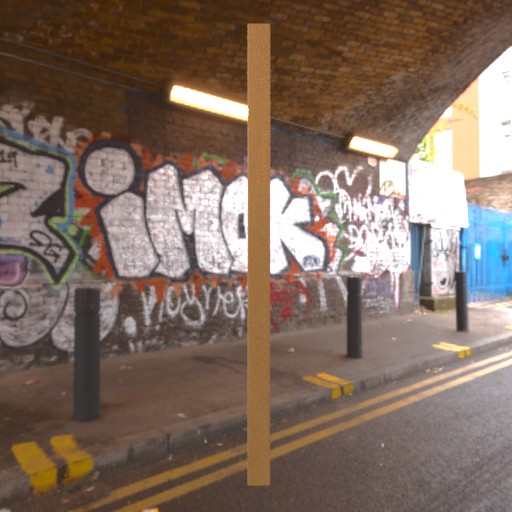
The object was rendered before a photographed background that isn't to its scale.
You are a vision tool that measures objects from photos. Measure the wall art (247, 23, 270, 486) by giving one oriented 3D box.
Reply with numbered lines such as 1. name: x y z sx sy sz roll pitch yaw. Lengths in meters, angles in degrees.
1. wall art: 0.000 0.000 1.111 0.037 0.763 0.763 0 -1 -1
